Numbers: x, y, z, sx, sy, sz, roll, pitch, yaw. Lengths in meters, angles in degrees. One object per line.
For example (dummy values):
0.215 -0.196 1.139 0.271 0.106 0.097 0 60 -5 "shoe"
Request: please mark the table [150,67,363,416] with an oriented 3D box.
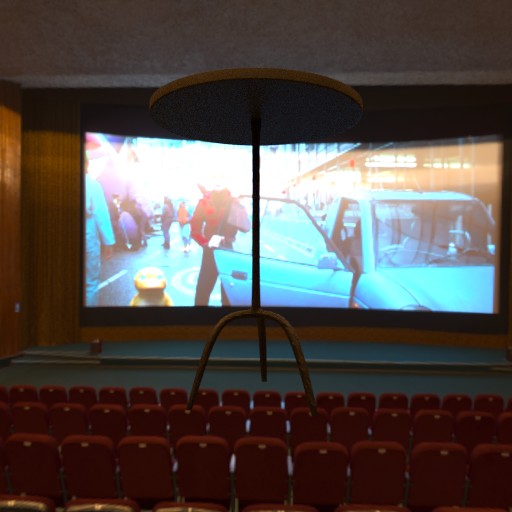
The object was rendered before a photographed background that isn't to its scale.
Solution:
0.000 0.000 1.074 0.502 0.700 0.502 0 0 2 "table"
